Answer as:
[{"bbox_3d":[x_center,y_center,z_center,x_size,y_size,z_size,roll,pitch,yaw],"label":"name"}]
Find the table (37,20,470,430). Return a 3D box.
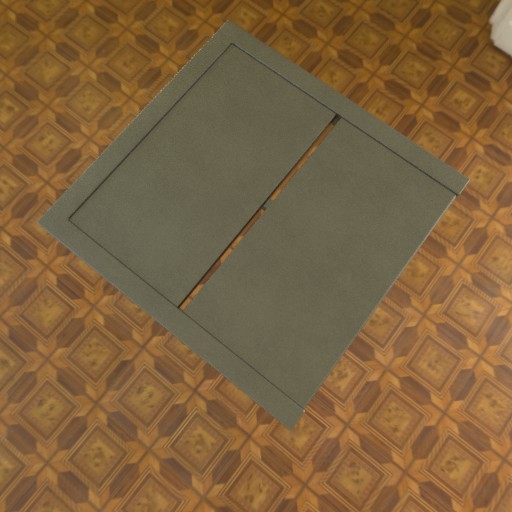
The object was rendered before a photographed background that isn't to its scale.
[{"bbox_3d":[0.000,0.000,0.886,0.420,0.609,0.405,37,79,9],"label":"table"}]
